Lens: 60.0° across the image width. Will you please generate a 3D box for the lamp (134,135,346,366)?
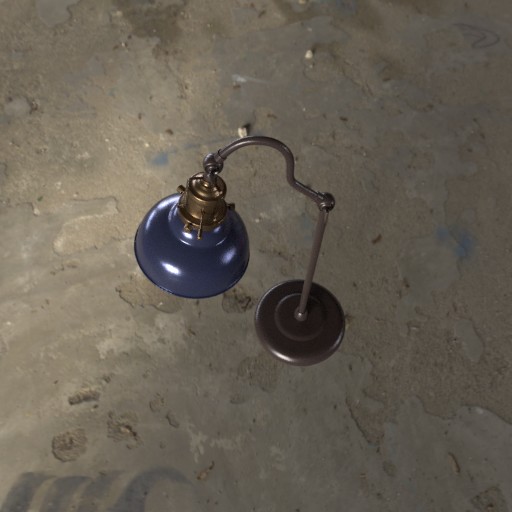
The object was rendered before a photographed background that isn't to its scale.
[{"bbox_3d":[0.000,0.000,0.717,0.374,0.508,0.192,2,58,1],"label":"lamp"}]
